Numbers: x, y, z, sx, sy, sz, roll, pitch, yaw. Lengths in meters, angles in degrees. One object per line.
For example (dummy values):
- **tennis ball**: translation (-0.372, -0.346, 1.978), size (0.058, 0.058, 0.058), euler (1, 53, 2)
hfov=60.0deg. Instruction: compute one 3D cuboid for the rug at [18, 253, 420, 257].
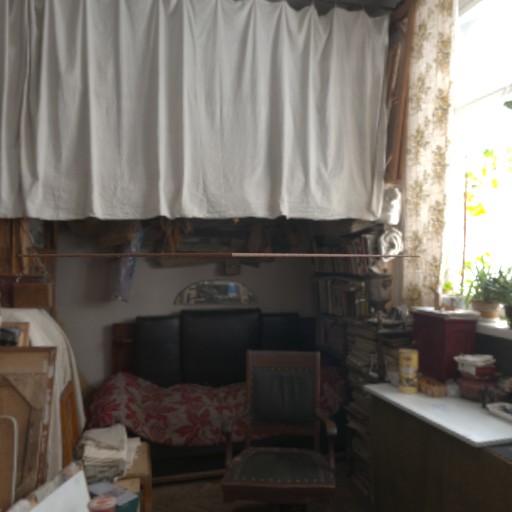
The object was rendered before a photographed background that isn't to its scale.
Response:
- **rug**: translation (0.000, 0.000, 3.017), size (1.523, 0.014, 2.438), euler (0, 0, 35)
